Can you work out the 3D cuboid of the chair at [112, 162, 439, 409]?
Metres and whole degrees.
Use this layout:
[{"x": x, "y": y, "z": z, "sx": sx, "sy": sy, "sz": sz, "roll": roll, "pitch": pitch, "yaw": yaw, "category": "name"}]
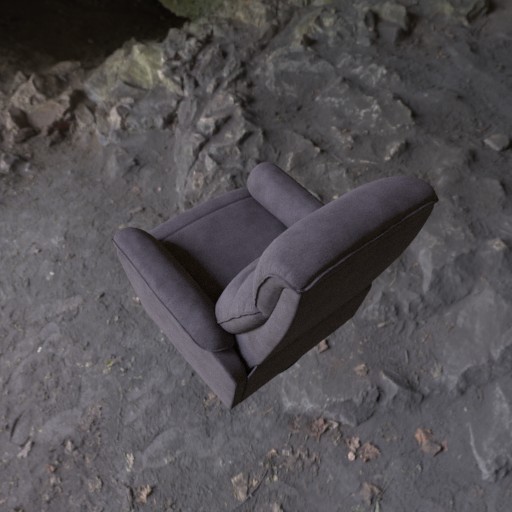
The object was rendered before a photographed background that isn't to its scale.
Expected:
[{"x": 0.000, "y": 0.000, "z": 1.743, "sx": 0.830, "sy": 1.036, "sz": 1.009, "roll": -31, "pitch": 53, "yaw": -26, "category": "chair"}]
